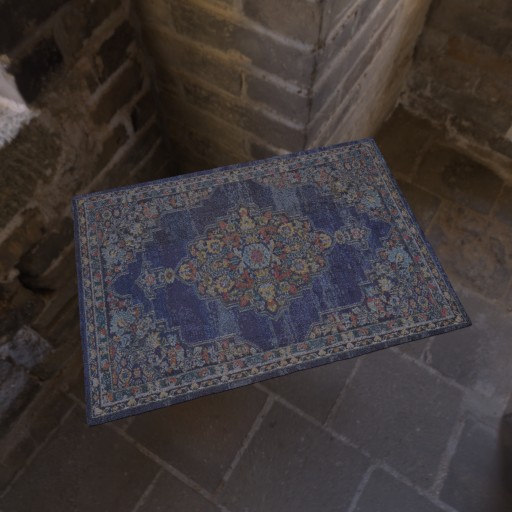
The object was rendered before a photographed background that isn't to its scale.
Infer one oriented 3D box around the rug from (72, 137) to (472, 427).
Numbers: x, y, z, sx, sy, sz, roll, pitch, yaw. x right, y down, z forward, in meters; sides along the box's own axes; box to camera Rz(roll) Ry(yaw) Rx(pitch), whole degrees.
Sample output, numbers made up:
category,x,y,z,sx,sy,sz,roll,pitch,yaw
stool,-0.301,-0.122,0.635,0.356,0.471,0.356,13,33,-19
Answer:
category,x,y,z,sx,sy,sz,roll,pitch,yaw
rug,0.000,0.000,3.727,2.940,0.011,2.053,-13,61,-7
